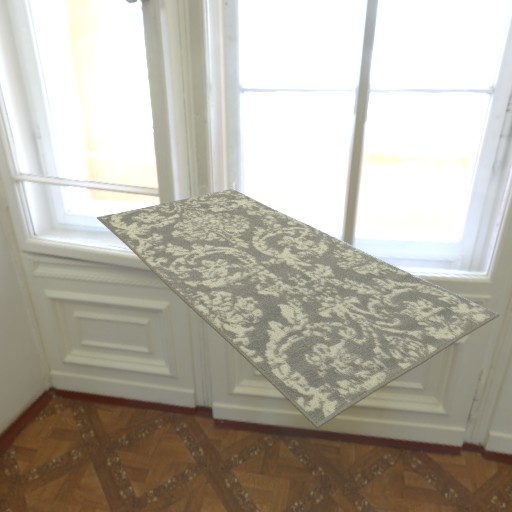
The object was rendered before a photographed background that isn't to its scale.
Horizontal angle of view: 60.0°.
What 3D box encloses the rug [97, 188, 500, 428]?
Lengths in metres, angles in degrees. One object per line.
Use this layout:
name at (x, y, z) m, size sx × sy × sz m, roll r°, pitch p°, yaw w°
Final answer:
rug at (0.000, 0.000, 1.376) m, size 0.604 × 0.007 × 1.219 m, roll -18°, pitch 32°, yaw -31°
